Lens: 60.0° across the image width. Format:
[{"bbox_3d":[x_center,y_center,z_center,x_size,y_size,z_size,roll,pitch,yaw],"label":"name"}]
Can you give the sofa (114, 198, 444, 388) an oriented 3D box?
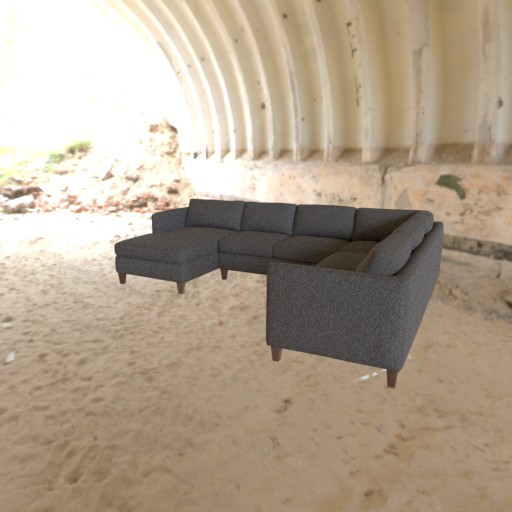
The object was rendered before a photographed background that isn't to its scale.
[{"bbox_3d":[0.000,0.000,4.385,3.238,0.853,2.551,7,15,26],"label":"sofa"}]
